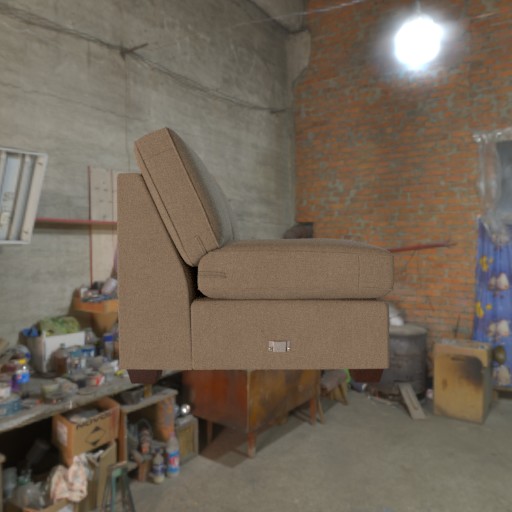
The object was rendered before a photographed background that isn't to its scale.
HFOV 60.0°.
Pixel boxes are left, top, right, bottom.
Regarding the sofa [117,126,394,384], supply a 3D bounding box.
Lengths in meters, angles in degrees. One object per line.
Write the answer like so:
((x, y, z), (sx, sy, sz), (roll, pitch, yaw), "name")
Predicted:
((0.000, 0.000, 2.768), (1.127, 1.036, 2.092), (0, 0, 0), "sofa")
